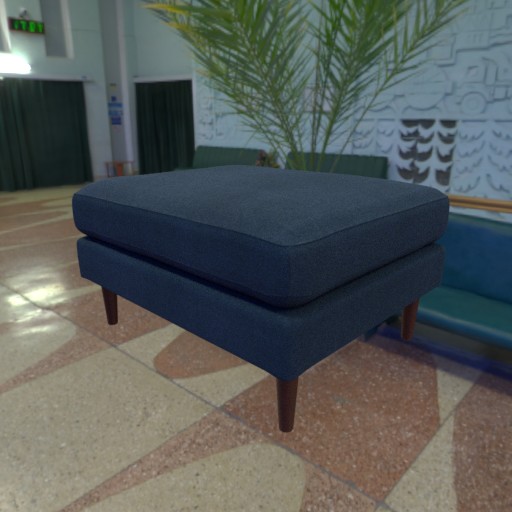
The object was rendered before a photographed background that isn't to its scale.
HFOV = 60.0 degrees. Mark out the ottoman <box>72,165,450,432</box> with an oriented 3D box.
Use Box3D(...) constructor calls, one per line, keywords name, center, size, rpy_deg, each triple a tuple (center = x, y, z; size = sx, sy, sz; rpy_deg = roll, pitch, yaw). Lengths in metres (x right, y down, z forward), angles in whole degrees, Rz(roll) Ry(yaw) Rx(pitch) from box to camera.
Box3D(name="ottoman", center=(0.000, 0.000, 1.268), size=(0.821, 0.474, 0.693), rpy_deg=(16, 24, 41))
